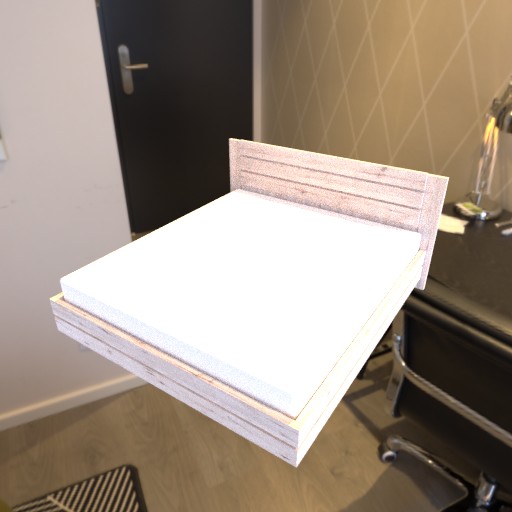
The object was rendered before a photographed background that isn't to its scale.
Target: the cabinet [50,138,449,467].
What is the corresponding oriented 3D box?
[{"bbox_3d":[0.000,0.000,3.140,1.950,0.970,2.080,18,34,29],"label":"cabinet"}]
